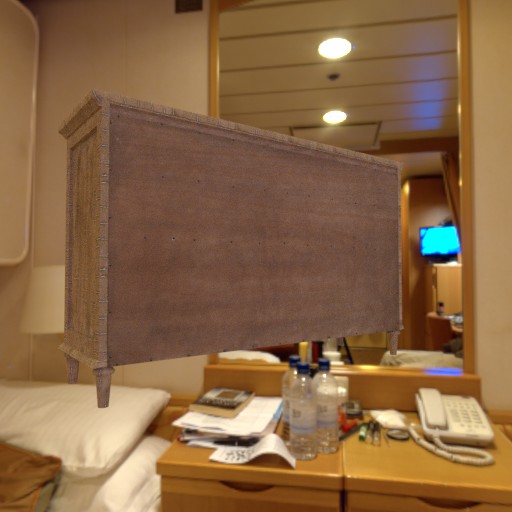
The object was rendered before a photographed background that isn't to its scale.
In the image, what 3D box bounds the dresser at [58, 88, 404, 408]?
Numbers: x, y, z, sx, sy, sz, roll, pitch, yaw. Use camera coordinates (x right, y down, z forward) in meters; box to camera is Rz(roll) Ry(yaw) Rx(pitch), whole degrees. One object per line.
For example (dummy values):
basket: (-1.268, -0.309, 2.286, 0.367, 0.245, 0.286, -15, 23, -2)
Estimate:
dresser: (0.000, 0.000, 2.052, 1.626, 1.016, 0.457, 1, -2, -36)
